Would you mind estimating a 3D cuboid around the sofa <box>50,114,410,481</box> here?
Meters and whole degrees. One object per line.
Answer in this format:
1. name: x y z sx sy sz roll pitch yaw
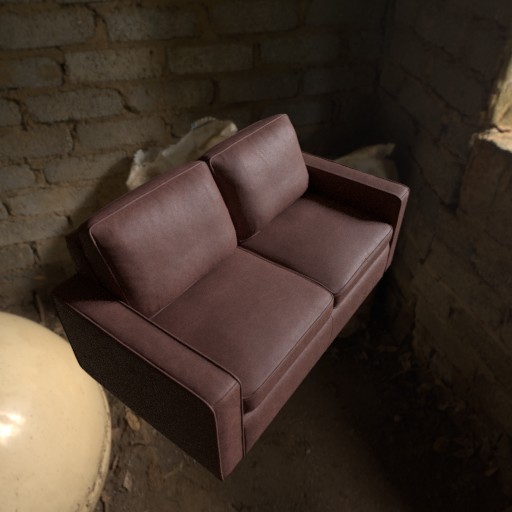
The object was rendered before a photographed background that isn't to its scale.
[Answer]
1. sofa: 0.000 0.000 2.251 0.947 0.918 1.709 26 47 27
